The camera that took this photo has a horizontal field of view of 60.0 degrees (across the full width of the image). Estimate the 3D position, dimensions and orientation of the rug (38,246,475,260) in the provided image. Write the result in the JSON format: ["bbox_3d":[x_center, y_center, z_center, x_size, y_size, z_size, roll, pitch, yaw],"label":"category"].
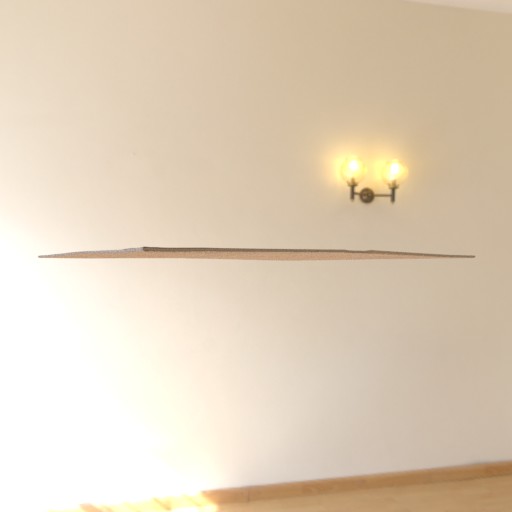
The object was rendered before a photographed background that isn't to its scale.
[{"bbox_3d":[0.000,0.000,4.110,3.245,0.046,2.467,1,-2,-37],"label":"rug"}]
